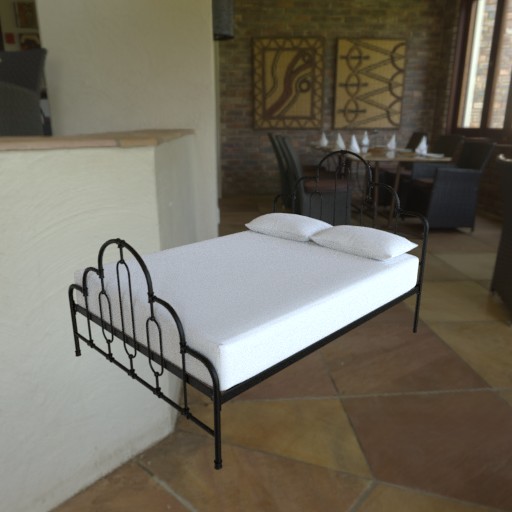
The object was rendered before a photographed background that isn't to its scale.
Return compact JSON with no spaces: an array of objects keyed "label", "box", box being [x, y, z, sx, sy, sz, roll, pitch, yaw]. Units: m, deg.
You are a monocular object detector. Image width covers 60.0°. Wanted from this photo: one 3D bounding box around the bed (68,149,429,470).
[{"label":"bed","box":[0.000,0.000,3.275,1.626,1.444,2.181,16,23,42]}]
